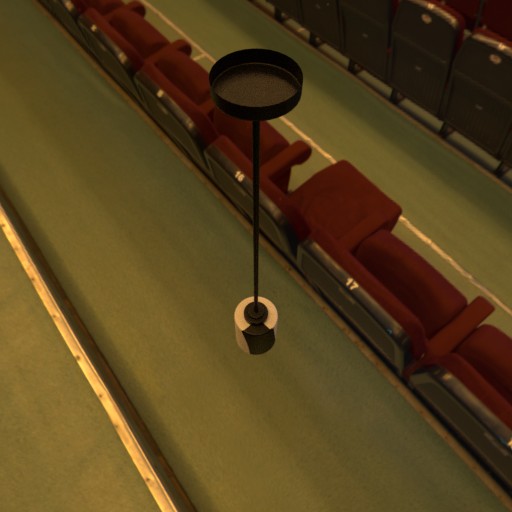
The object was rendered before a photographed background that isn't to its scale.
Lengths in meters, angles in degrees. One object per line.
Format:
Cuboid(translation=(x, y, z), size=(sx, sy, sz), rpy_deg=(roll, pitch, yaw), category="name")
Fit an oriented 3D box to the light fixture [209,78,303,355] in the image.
Cuboid(translation=(0.000, 0.000, 0.940), size=(0.123, 0.863, 0.123), rpy_deg=(-33, 63, -20), category="light fixture")
